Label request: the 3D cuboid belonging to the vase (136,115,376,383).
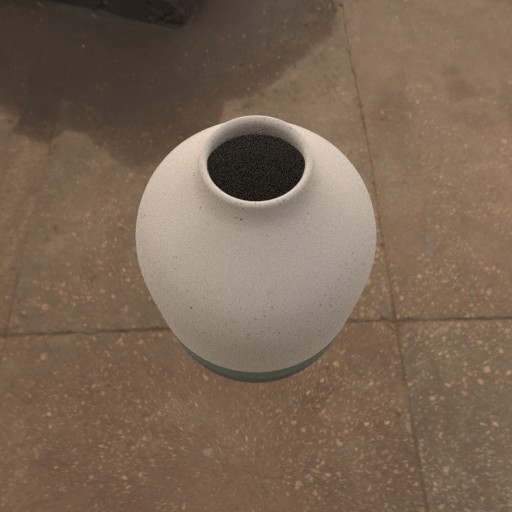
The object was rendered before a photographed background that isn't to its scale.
[{"bbox_3d":[0.000,0.000,0.350,0.169,0.240,0.169,0,63,0],"label":"vase"}]
